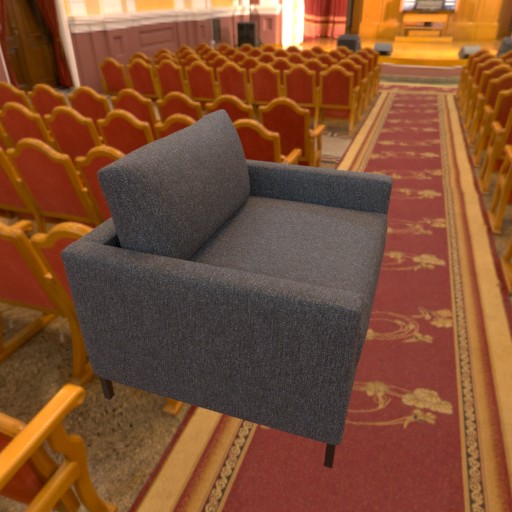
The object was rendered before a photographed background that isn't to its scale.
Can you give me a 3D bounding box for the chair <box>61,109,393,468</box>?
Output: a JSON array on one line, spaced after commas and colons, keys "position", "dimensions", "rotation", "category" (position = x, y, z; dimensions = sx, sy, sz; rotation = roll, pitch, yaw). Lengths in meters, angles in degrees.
[{"position": [0.000, 0.000, 1.602], "dimensions": [0.866, 0.861, 0.963], "rotation": [10, 32, 17], "category": "chair"}]
